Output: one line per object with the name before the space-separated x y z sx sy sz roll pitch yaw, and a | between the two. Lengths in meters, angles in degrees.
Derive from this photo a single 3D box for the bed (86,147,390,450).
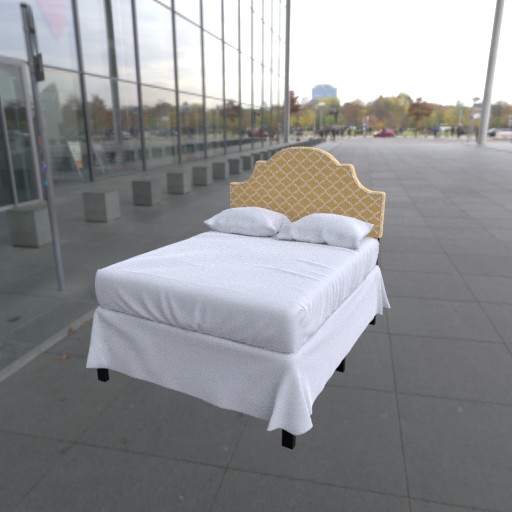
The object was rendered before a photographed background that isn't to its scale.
bed | 0.000 0.000 3.547 1.780 1.633 2.222 8 18 27
